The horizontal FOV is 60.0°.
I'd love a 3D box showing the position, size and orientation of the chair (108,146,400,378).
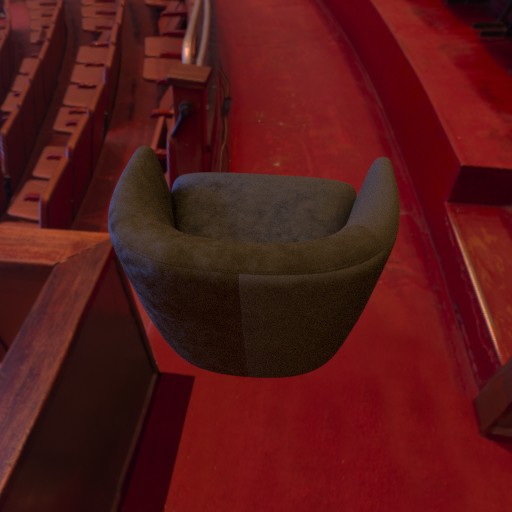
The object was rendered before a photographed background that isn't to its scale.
[{"bbox_3d":[0.000,0.000,1.357,0.773,0.698,0.767,4,46,3],"label":"chair"}]
